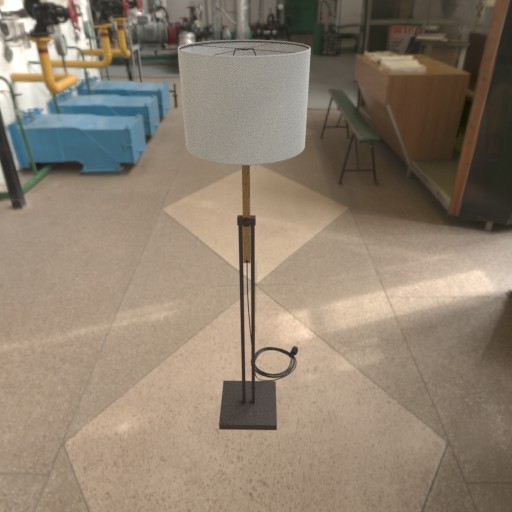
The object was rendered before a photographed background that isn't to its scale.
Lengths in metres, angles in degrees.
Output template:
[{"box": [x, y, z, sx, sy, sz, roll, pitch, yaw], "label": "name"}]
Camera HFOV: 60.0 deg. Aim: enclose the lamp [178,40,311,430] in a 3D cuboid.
[{"box": [0.000, 0.000, 1.893, 0.474, 1.650, 0.639, 0, 32, 1], "label": "lamp"}]
